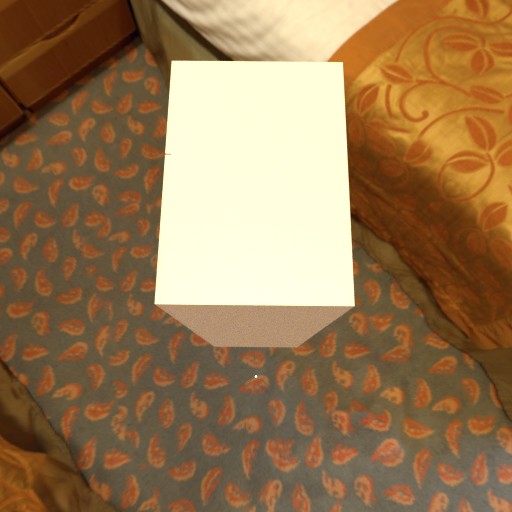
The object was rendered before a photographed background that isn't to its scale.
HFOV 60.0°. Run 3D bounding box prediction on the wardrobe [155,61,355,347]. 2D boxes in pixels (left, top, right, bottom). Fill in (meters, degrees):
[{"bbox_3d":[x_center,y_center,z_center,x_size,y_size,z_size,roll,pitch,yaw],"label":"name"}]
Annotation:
[{"bbox_3d":[0.000,0.000,2.427,0.600,2.040,0.860,1,75,0],"label":"wardrobe"}]
